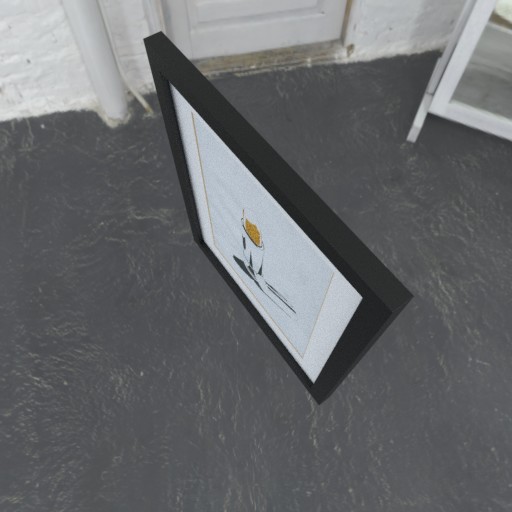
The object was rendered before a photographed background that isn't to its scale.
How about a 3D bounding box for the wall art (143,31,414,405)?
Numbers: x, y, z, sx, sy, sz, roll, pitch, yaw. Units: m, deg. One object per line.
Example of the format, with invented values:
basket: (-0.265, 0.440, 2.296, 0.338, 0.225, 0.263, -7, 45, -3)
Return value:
wall art: (0.000, 0.000, 0.521, 0.019, 0.381, 0.330, -33, 67, -16)
